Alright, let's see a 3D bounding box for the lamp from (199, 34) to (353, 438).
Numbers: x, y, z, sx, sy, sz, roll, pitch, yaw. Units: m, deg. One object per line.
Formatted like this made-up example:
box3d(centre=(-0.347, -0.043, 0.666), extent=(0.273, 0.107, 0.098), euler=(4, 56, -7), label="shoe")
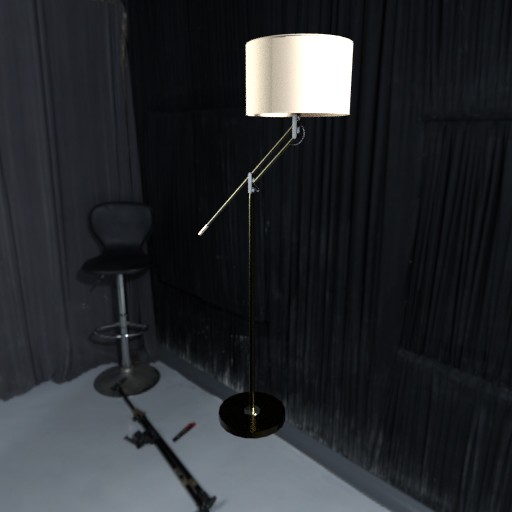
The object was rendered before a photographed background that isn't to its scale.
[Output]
box3d(centre=(0.000, 0.000, 1.924), extent=(0.373, 1.635, 0.809), euler=(-14, 21, -42), label="lamp")
